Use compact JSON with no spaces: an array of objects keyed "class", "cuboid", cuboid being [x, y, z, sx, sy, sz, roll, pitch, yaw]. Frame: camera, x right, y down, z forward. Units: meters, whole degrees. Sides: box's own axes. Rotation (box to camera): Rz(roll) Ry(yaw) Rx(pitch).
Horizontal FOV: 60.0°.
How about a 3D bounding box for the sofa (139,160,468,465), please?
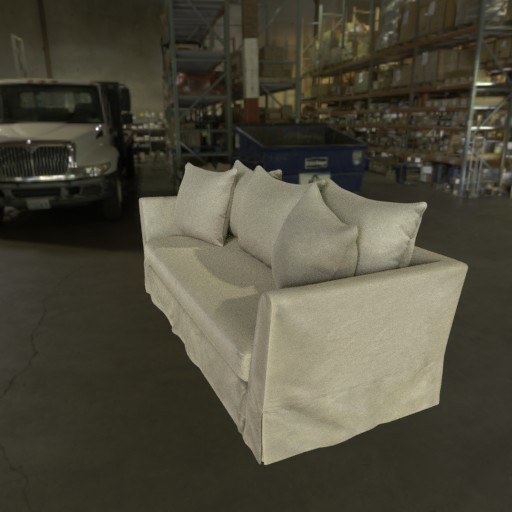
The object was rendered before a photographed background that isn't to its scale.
[{"class":"sofa","cuboid":[0.000,0.000,2.767,1.031,1.034,2.290,-8,19,-24]}]
